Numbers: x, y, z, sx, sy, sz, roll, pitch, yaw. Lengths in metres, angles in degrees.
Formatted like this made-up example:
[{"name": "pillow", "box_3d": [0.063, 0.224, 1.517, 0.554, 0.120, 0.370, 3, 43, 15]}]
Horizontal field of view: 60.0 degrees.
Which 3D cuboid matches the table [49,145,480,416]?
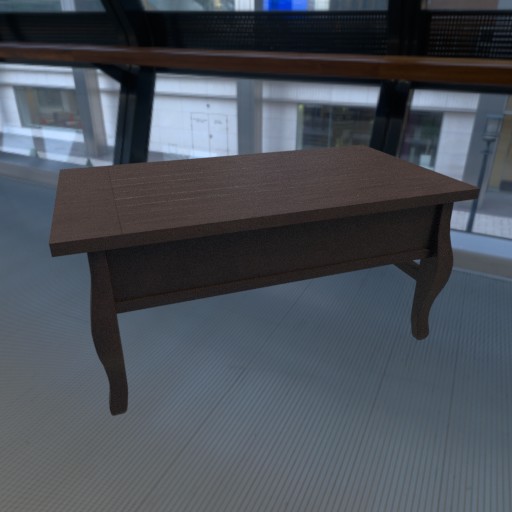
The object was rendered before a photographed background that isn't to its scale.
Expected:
[{"name": "table", "box_3d": [0.000, 0.000, 1.375, 1.062, 0.494, 0.600, -9, 27, -18]}]
